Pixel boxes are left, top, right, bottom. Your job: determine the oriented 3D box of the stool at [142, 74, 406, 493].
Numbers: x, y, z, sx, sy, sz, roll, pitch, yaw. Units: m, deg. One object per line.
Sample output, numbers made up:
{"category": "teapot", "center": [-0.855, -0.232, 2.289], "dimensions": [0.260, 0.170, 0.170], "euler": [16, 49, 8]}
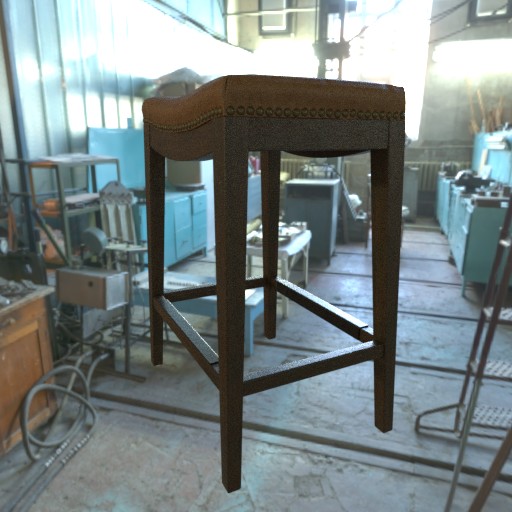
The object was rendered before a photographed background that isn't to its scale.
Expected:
{"category": "stool", "center": [0.000, 0.000, 0.940], "dimensions": [0.361, 0.660, 0.500], "euler": [-8, 17, -26]}
